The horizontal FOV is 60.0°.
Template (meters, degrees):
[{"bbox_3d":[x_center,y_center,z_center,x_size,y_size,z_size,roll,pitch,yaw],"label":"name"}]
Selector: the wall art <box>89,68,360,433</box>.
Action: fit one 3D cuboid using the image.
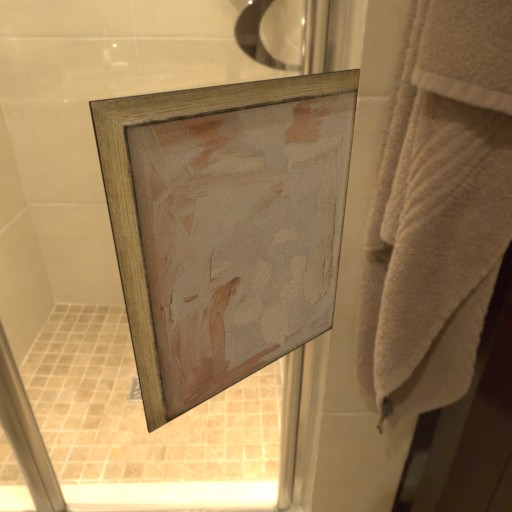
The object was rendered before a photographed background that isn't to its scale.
[{"bbox_3d":[0.000,0.000,0.621,0.381,0.457,0.023,-21,36,-33],"label":"wall art"}]
